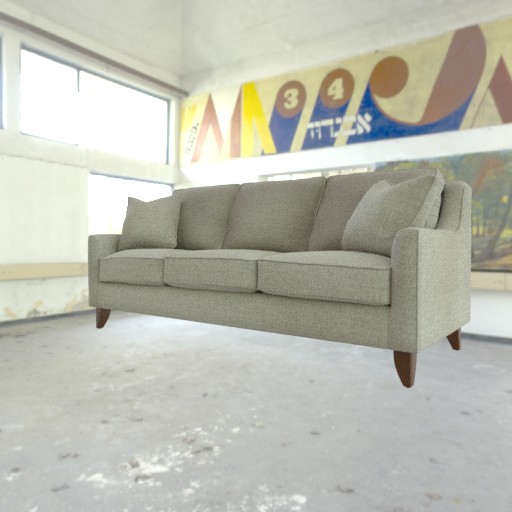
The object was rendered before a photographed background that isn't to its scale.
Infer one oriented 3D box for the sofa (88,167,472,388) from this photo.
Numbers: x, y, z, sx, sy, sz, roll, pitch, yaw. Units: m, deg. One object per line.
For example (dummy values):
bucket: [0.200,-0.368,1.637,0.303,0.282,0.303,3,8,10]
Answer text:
sofa: [0.000,0.000,2.449,2.031,0.914,0.865,1,2,37]
